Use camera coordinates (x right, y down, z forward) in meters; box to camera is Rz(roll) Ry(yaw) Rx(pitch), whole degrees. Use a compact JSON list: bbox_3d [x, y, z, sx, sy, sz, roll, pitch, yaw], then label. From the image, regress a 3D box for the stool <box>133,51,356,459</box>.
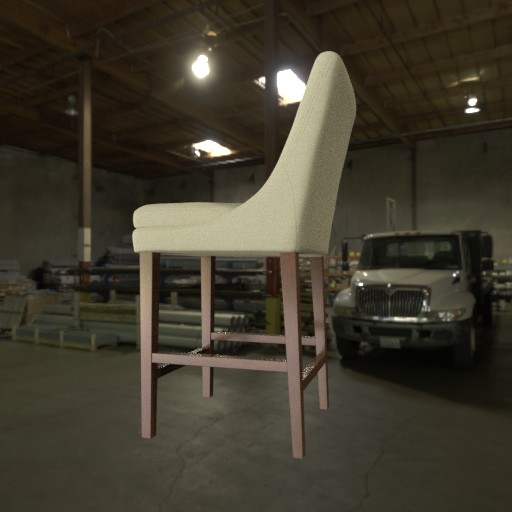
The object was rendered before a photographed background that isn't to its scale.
[{"bbox_3d":[0.000,0.000,1.321,0.577,0.981,0.470,0,-1,18],"label":"stool"}]
